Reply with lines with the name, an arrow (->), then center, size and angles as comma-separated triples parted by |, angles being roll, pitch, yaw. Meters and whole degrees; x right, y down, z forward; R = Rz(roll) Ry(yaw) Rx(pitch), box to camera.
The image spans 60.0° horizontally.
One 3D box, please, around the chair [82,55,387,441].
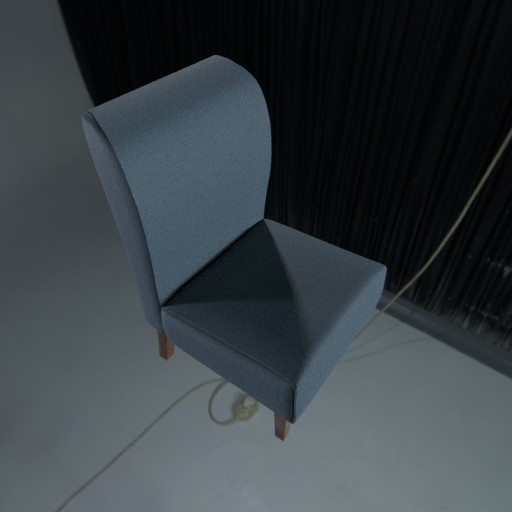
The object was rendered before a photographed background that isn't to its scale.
chair -> 0.000, 0.000, 1.178 | 0.592, 0.804, 0.513 | 25, 48, 25
